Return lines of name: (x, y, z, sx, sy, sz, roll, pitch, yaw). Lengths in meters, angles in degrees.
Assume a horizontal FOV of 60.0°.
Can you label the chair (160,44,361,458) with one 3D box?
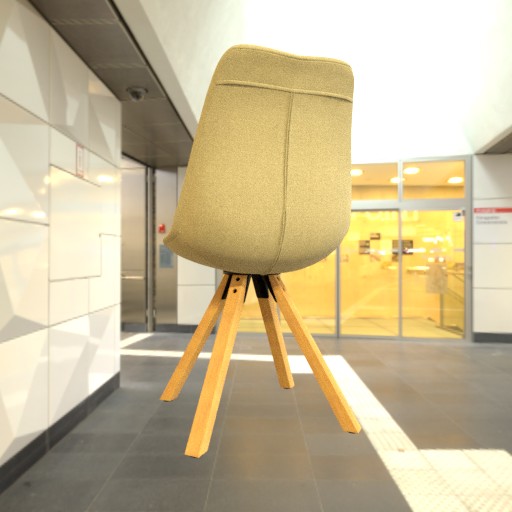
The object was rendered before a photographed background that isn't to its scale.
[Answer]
chair: (0.000, 0.000, 1.181, 0.474, 0.863, 0.549, 0, 0, -19)
